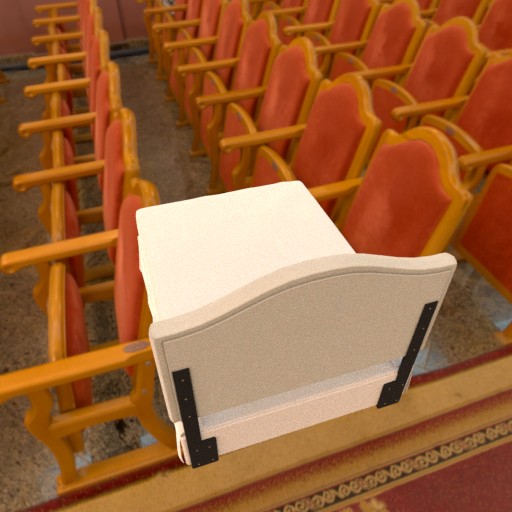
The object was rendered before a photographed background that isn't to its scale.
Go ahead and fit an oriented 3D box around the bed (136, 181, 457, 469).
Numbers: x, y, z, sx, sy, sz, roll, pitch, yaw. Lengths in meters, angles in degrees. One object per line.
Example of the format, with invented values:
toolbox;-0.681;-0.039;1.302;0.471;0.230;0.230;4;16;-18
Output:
bed;0.000;0.000;3.458;1.813;1.607;2.180;-12;43;-14
